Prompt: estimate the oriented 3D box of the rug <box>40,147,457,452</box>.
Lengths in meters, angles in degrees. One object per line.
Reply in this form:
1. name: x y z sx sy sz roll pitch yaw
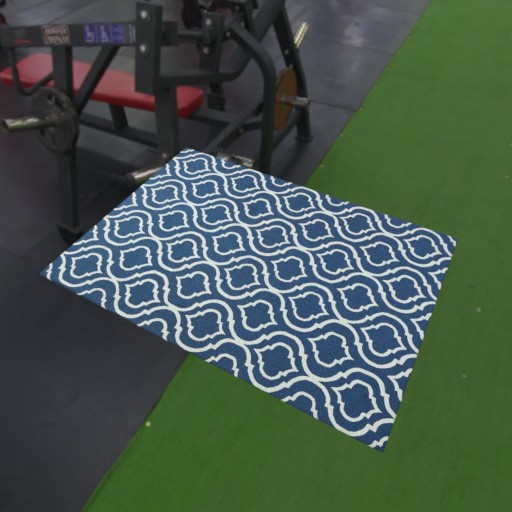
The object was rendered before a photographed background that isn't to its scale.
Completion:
1. rug: 0.000 0.000 2.762 2.134 0.010 1.524 22 51 19
